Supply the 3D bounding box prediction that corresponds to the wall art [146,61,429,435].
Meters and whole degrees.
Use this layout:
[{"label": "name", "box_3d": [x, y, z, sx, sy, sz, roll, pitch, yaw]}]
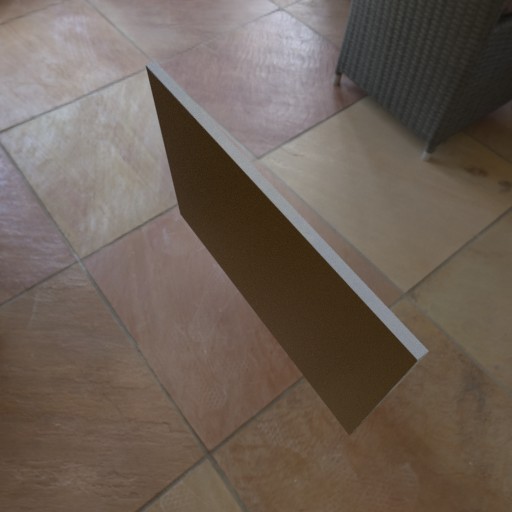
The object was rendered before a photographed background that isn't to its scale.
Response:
[{"label": "wall art", "box_3d": [0.000, 0.000, 1.168, 0.027, 0.610, 0.932, -30, 62, -18]}]
